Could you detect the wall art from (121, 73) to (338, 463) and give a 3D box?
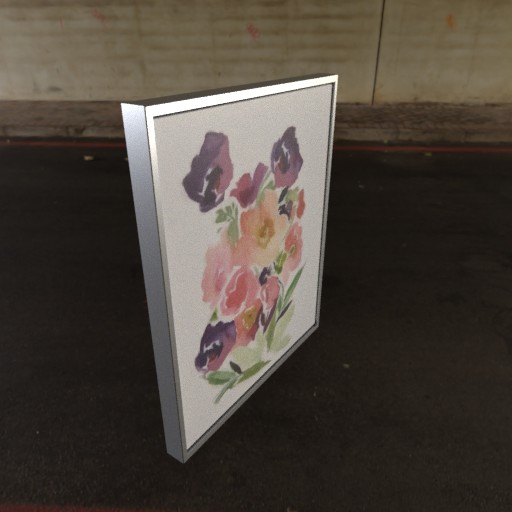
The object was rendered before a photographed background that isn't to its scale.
[{"bbox_3d":[0.000,0.000,0.759,0.038,0.549,0.452,18,32,31],"label":"wall art"}]
